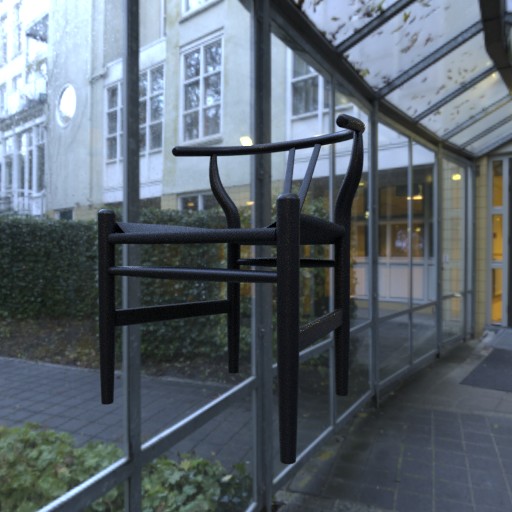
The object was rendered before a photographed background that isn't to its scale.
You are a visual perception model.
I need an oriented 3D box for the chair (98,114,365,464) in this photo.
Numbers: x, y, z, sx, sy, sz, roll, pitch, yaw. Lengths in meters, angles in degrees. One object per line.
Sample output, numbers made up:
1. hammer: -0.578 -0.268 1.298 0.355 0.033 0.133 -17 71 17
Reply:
1. chair: 0.000 0.000 1.165 0.569 0.730 0.579 0 1 36
